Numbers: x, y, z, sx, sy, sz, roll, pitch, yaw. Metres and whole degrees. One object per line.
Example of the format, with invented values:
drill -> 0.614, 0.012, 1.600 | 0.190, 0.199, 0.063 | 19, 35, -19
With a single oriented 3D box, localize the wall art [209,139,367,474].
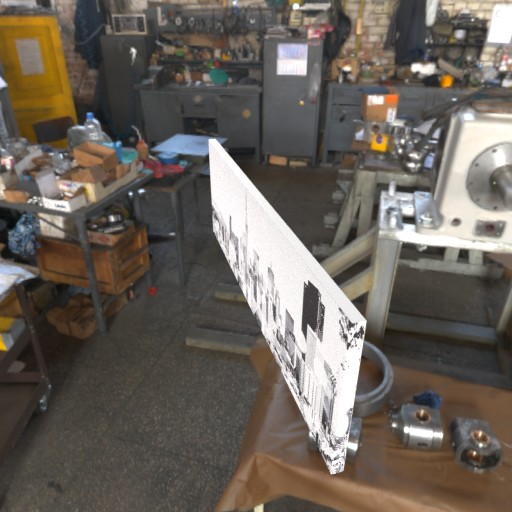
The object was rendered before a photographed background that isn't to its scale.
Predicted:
wall art -> 0.000, 0.000, 1.695 | 0.039, 0.507, 1.520 | -8, 31, -14
